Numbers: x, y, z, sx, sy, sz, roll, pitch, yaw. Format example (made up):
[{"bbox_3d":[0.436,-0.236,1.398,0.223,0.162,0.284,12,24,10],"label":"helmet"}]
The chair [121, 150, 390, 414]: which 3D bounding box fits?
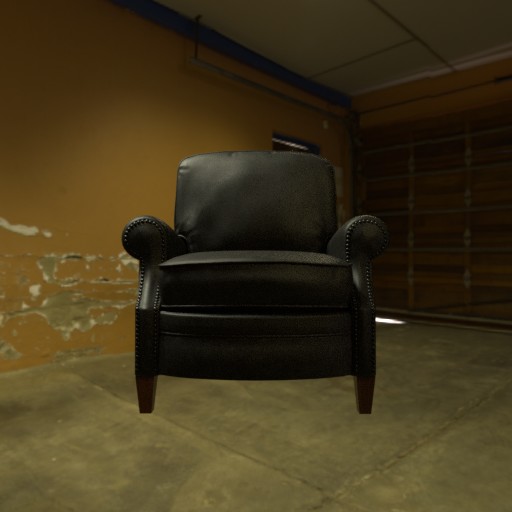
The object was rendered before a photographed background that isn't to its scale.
[{"bbox_3d":[0.000,0.000,1.801,0.936,1.018,0.986,0,0,0],"label":"chair"}]
